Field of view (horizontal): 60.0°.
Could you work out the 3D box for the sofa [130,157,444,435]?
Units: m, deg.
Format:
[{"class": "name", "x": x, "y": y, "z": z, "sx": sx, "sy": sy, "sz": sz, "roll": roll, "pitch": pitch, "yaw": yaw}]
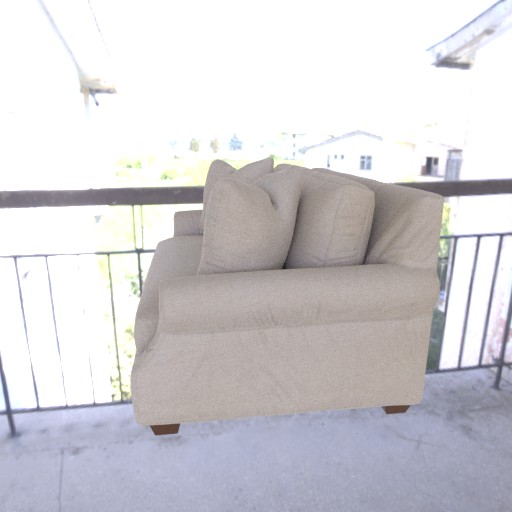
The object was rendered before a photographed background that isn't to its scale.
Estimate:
[{"class": "sofa", "x": 0.000, "y": 0.000, "z": 2.142, "sx": 1.070, "sy": 0.905, "sz": 1.550, "roll": -2, "pitch": 15, "yaw": -8}]
